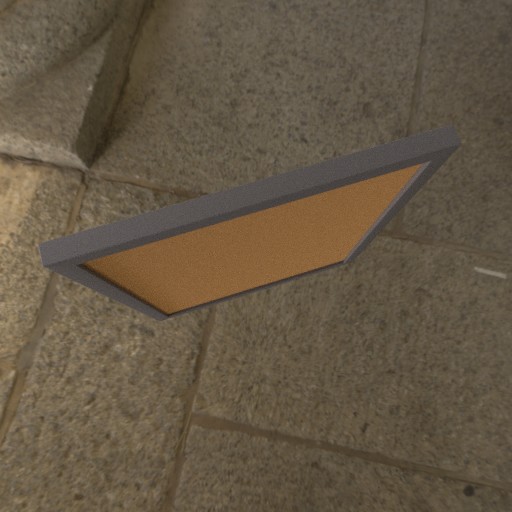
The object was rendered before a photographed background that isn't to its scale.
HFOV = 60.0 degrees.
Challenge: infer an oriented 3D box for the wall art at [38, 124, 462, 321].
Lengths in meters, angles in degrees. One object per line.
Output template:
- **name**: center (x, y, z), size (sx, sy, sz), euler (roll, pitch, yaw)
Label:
- **wall art**: center (0.000, 0.000, 0.736), size (0.458, 0.558, 0.029), euler (-17, 77, -4)
